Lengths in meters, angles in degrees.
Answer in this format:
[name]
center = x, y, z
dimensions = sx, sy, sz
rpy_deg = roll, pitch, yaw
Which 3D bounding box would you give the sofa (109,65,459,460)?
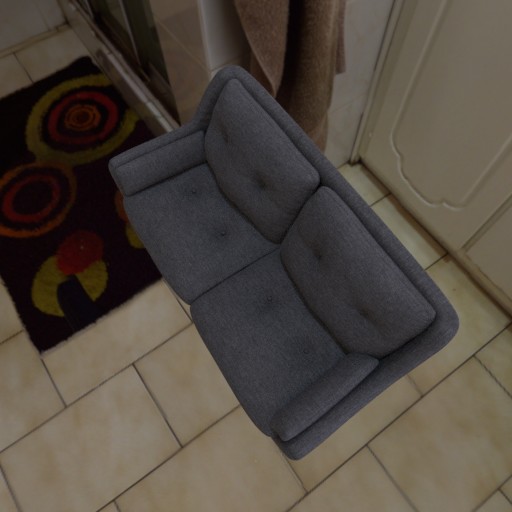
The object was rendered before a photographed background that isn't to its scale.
[sofa]
center = 0.000, 0.000, 2.453
dimensions = 0.975, 0.896, 1.929
rpy_deg = -31, 69, -13
